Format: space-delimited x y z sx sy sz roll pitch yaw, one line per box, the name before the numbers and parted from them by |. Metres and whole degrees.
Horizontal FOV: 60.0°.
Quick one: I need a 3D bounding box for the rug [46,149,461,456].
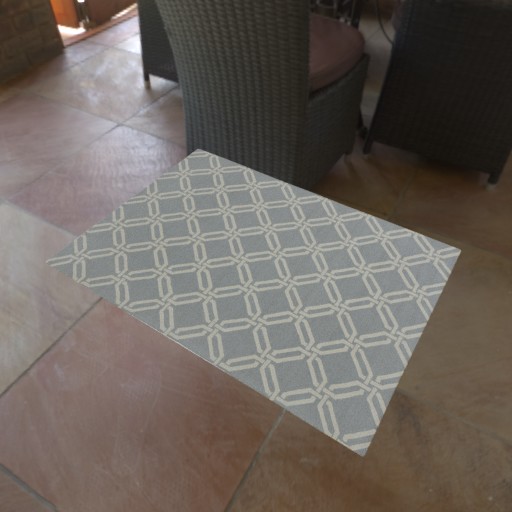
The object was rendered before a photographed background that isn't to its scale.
rug | 0.000 0.000 2.782 2.133 0.013 1.522 25 51 22
